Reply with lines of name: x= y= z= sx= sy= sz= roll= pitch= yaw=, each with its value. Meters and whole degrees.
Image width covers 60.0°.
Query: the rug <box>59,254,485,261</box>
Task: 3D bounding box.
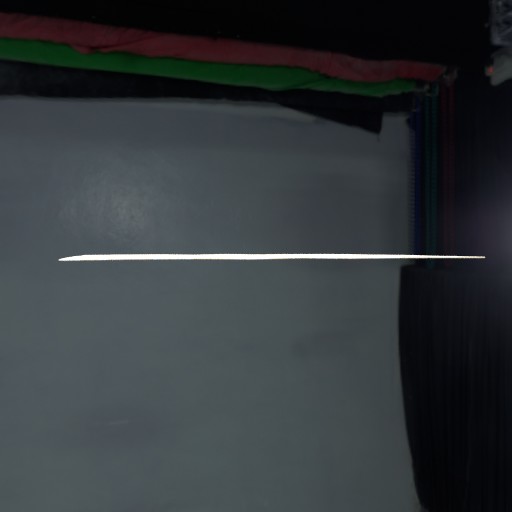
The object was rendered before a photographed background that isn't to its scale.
rug: x=0.000 y=0.000 z=2.786 sx=2.135 sy=0.013 sz=1.524 roll=0 pitch=1 yaw=-18
